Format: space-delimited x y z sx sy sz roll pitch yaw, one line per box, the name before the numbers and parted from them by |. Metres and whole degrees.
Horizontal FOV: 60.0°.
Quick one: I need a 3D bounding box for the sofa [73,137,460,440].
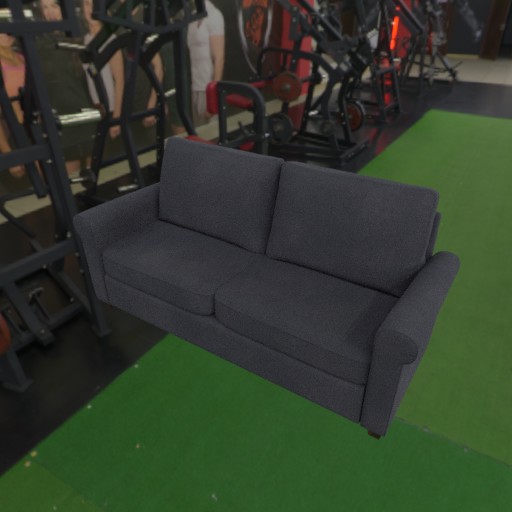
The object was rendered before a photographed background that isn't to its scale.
sofa | 0.000 0.000 2.402 1.935 0.942 0.842 18 35 28
